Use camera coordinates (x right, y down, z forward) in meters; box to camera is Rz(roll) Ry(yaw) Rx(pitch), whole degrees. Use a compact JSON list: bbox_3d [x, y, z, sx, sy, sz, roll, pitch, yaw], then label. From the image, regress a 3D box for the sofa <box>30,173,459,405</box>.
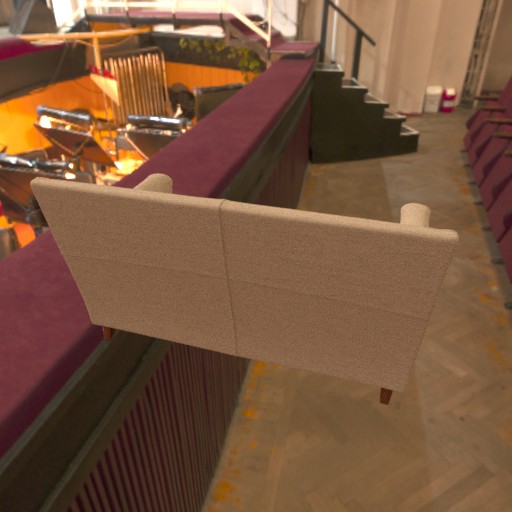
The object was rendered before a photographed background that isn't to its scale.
[{"bbox_3d":[0.000,0.000,2.023,1.482,0.892,0.891,9,32,15],"label":"sofa"}]
